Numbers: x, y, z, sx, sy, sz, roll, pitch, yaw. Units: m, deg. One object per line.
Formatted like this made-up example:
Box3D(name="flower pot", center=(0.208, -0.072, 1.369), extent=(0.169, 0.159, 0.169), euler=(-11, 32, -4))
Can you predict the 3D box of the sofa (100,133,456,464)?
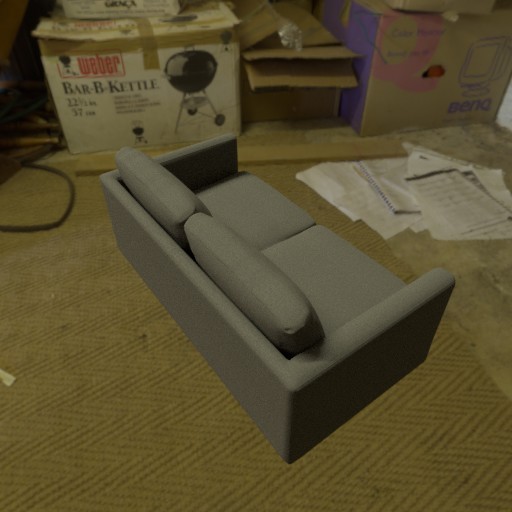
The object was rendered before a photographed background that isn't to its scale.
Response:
Box3D(name="sofa", center=(0.000, 0.000, 2.314), extent=(0.940, 0.866, 1.713), euler=(-26, 48, -26))
